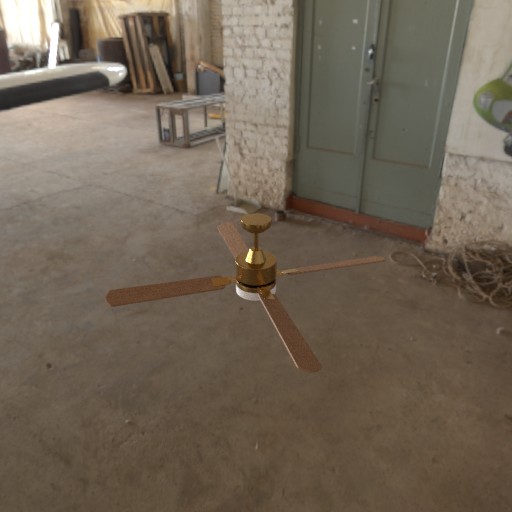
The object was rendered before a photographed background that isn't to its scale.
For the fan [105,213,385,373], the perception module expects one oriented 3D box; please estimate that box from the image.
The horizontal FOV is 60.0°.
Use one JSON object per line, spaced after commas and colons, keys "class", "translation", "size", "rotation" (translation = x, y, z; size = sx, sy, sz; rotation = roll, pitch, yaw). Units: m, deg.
{"class": "fan", "translation": [0.000, 0.000, 1.982], "size": [1.320, 0.355, 1.320], "rotation": [-8, 28, -15]}
